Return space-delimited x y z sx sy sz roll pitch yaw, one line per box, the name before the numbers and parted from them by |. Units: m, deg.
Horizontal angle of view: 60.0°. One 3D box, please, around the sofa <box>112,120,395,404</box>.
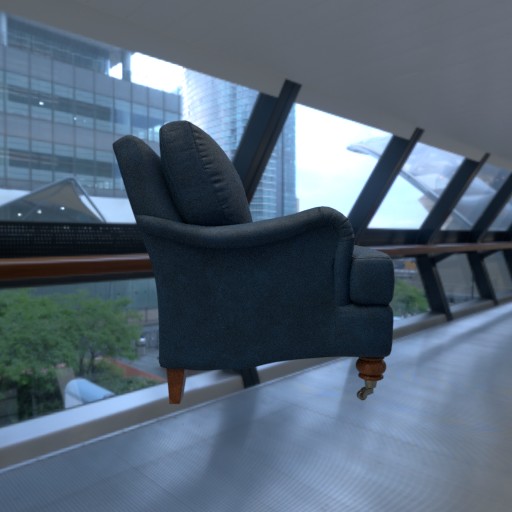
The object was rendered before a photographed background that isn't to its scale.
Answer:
sofa | 0.000 0.000 2.546 1.084 1.101 1.853 0 1 0
